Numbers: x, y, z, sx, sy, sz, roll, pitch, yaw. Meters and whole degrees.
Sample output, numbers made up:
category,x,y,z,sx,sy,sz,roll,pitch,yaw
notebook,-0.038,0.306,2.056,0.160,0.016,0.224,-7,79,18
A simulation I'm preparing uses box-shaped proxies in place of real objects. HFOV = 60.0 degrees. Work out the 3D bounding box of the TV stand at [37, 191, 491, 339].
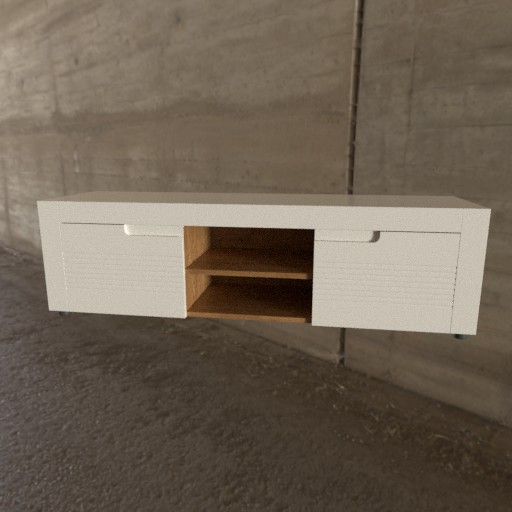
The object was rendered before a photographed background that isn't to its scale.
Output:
category,x,y,z,sx,sy,sz,roll,pitch,yaw
TV stand,0.000,0.000,1.698,1.500,0.440,0.410,2,13,9
